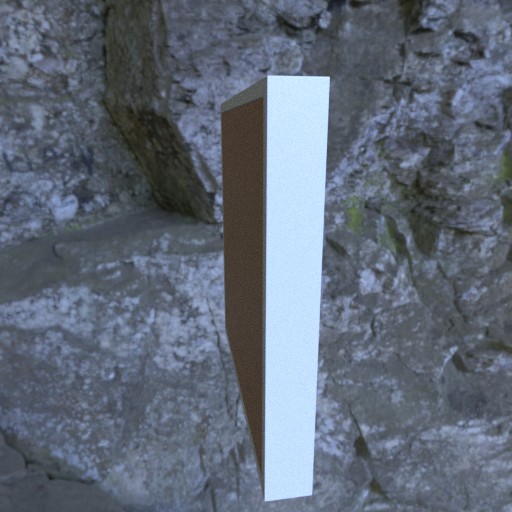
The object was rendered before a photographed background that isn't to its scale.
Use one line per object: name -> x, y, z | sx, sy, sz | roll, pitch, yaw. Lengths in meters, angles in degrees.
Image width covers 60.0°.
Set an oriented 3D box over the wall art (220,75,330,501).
wall art -> 0.000, 0.000, 0.446 | 0.038, 0.305, 0.305 | -3, 16, -9
